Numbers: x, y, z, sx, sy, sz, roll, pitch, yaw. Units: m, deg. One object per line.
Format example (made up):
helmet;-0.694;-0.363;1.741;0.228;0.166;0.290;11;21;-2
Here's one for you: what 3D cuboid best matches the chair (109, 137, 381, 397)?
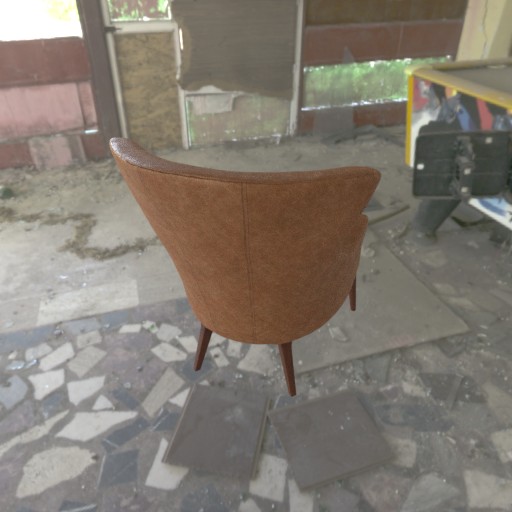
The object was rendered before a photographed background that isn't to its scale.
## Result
chair;0.000;0.000;1.730;0.846;1.067;0.955;10;35;15
